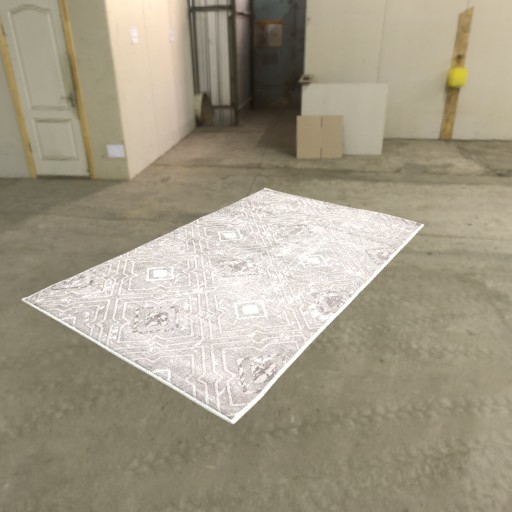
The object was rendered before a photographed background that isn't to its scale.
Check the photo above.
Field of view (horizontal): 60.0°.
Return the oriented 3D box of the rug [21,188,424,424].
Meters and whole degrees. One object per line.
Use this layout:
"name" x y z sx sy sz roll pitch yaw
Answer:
"rug" 0.000 0.000 3.007 1.537 0.036 2.447 18 32 31
